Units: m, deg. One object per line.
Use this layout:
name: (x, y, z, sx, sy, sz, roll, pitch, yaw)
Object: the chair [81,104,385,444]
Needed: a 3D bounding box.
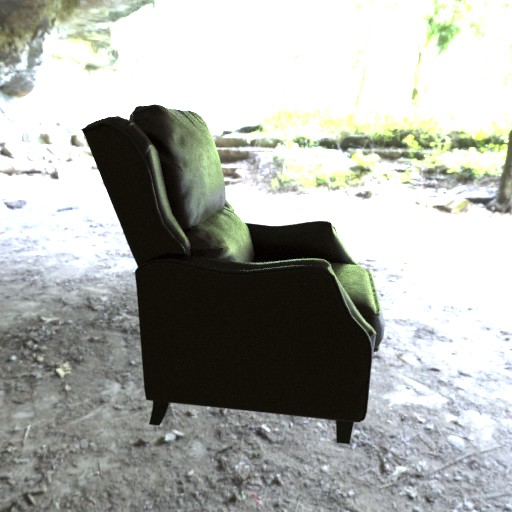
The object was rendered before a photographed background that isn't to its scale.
chair: (0.000, 0.000, 1.767, 0.982, 1.132, 0.770, 3, 16, 9)
